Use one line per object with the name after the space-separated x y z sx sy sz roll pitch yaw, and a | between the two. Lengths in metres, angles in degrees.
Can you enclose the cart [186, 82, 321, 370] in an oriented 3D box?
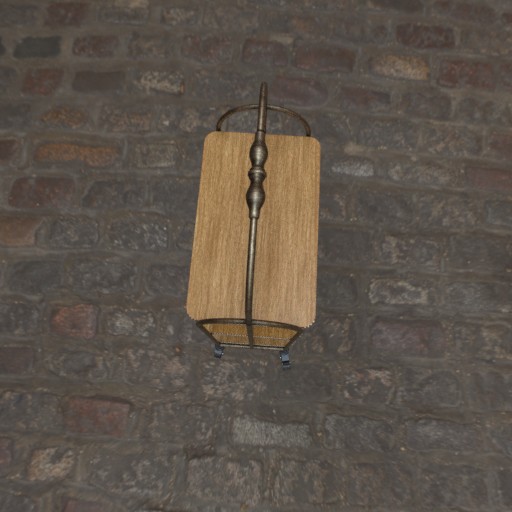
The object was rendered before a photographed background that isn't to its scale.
0.000 0.000 1.375 0.330 1.052 0.650 4 74 1 | cart
